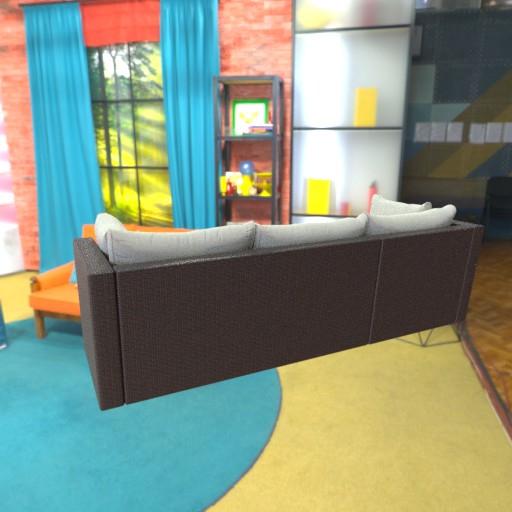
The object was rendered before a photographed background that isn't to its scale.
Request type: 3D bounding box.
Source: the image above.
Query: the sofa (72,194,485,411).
[{"bbox_3d":[0.000,0.000,2.880,2.192,0.766,1.612,-7,16,-25],"label":"sofa"}]
